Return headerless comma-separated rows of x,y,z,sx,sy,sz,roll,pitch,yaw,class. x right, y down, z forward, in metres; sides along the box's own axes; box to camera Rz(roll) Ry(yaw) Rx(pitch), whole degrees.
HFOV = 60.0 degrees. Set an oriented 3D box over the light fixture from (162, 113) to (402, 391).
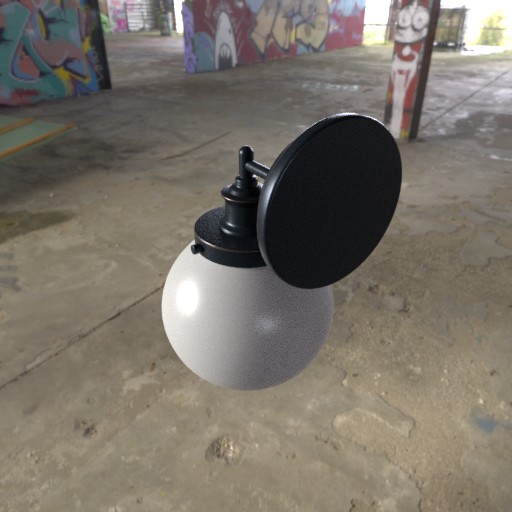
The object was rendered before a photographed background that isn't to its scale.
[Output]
0.000,0.000,0.468,0.197,0.332,0.230,-19,35,-29,light fixture
